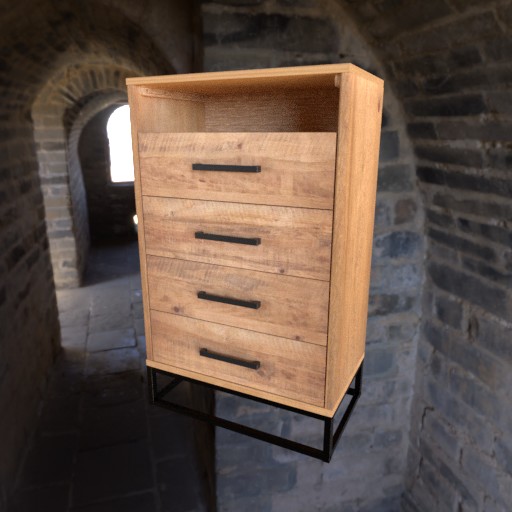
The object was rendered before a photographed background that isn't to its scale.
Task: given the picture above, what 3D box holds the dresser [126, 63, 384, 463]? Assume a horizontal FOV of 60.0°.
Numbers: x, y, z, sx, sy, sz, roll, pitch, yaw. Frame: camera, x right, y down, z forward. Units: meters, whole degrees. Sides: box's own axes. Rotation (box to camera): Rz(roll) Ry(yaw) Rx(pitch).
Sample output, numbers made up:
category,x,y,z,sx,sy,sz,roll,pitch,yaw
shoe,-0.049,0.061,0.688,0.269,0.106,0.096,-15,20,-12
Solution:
category,x,y,z,sx,sy,sz,roll,pitch,yaw
dresser,0.000,0.000,1.661,0.761,1.240,0.479,8,17,25
